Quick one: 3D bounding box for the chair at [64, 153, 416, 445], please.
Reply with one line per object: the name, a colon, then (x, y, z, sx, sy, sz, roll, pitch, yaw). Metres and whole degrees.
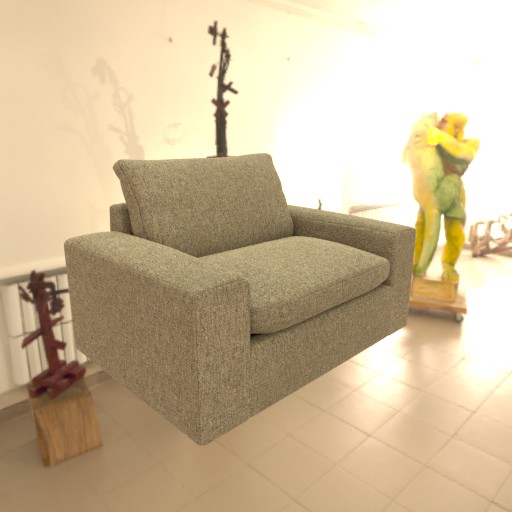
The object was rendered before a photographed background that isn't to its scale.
chair: (0.000, 0.000, 2.113, 1.398, 0.915, 1.039, -14, 21, -42)
